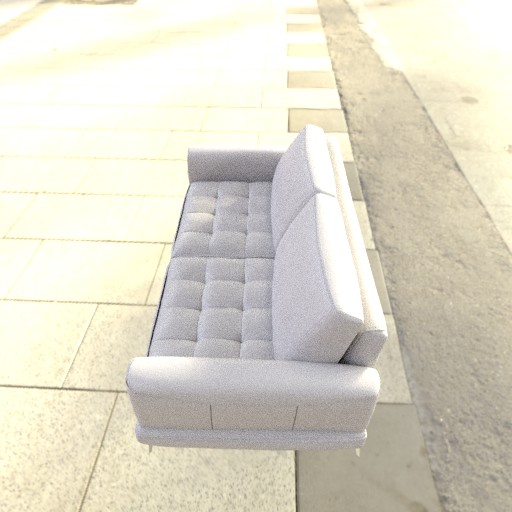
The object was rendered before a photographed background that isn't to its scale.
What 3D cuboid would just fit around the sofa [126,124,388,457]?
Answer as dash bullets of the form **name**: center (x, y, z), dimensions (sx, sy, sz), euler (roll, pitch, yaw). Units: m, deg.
- **sofa**: center (0.000, 0.000, 2.691), dimensions (1.121, 0.930, 2.177), euler (1, 41, 1)
